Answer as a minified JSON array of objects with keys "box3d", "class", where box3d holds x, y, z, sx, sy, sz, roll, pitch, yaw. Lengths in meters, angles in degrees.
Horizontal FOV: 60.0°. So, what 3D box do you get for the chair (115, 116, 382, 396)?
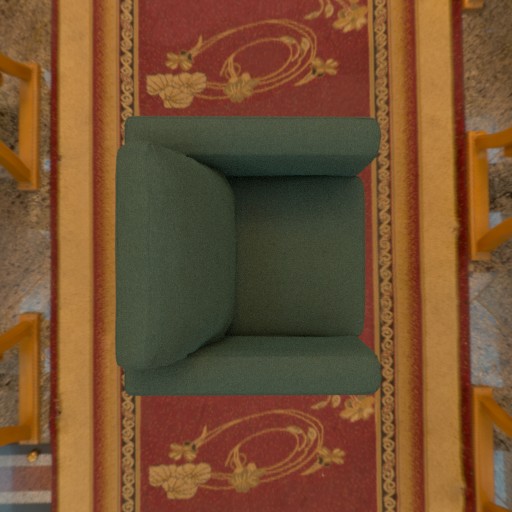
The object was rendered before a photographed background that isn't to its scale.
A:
[{"box3d":[0.000,0.000,1.563,0.800,0.927,0.855,0,90,0],"class":"chair"}]
